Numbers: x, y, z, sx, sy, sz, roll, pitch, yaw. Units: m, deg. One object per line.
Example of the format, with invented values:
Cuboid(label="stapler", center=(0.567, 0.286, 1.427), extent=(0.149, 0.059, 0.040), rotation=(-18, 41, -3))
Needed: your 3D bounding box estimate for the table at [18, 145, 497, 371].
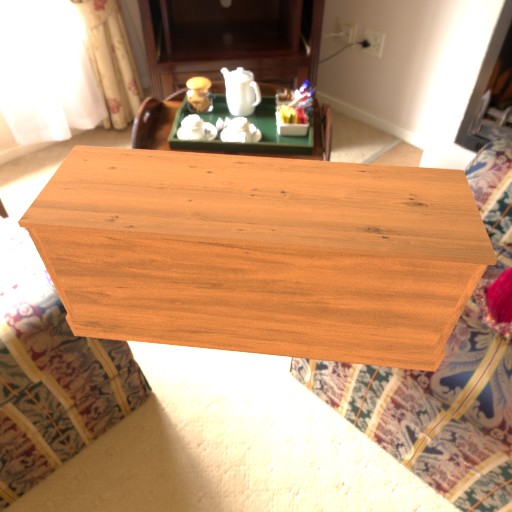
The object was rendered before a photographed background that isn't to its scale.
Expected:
Cuboid(label="table", center=(0.000, 0.000, 1.422), extent=(1.200, 0.510, 0.400), rotation=(5, 45, 5))
